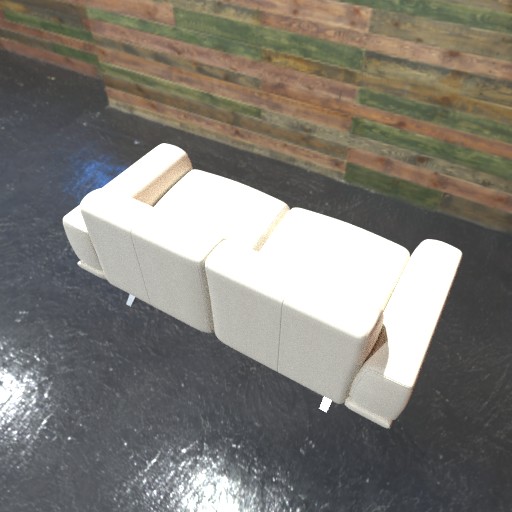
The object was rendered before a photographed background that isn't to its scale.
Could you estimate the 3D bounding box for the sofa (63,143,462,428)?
[{"bbox_3d":[0.000,0.000,2.372,1.901,0.772,0.900,23,51,20],"label":"sofa"}]
